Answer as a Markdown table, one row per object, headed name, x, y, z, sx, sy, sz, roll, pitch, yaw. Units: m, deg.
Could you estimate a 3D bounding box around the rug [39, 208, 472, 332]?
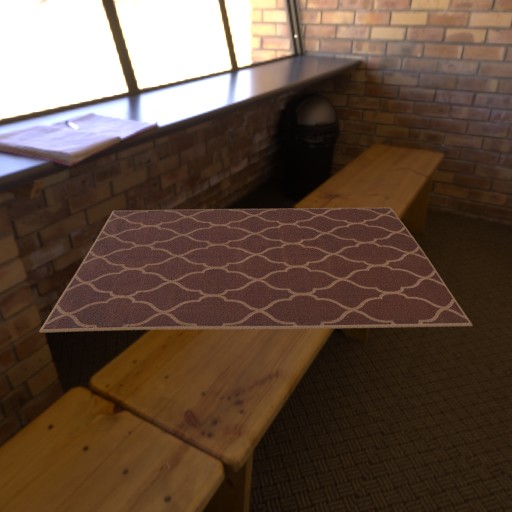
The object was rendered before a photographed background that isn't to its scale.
| name | x | y | z | sx | sy | sz | roll | pitch | yaw |
| --- | --- | --- | --- | --- | --- | --- | --- | --- | --- |
| rug | 0.000 | 0.000 | 2.982 | 2.290 | 0.014 | 1.526 | -1 | 30 | -1 |
